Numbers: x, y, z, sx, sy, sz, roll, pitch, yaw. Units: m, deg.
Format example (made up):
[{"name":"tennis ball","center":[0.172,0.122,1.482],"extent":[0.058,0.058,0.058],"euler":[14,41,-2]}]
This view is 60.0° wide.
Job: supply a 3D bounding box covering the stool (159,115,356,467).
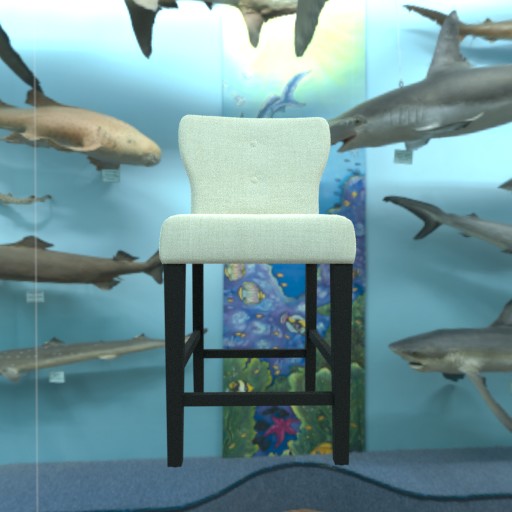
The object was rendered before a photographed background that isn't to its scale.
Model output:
[{"name":"stool","center":[0.000,0.000,1.297],"extent":[0.514,0.972,0.603],"euler":[0,1,-1]}]
